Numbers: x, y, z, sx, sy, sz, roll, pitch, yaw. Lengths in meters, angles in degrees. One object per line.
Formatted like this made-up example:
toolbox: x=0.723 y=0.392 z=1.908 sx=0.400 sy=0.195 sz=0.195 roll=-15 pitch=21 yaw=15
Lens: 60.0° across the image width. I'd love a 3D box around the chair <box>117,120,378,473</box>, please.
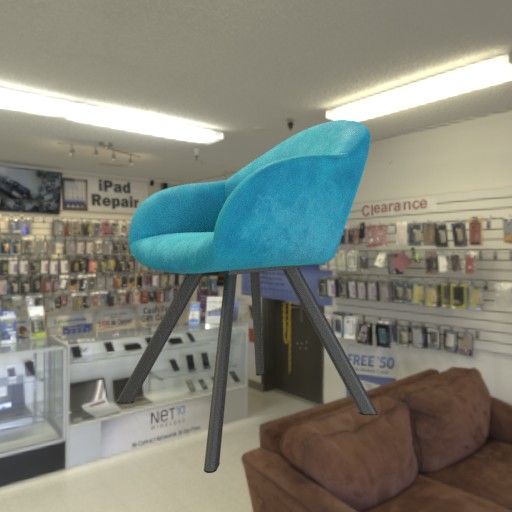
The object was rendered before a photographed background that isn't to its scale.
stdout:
chair: x=0.000 y=0.000 z=1.185 sx=0.590 sy=0.795 sz=0.550 roll=-1 pitch=1 yaw=-37
